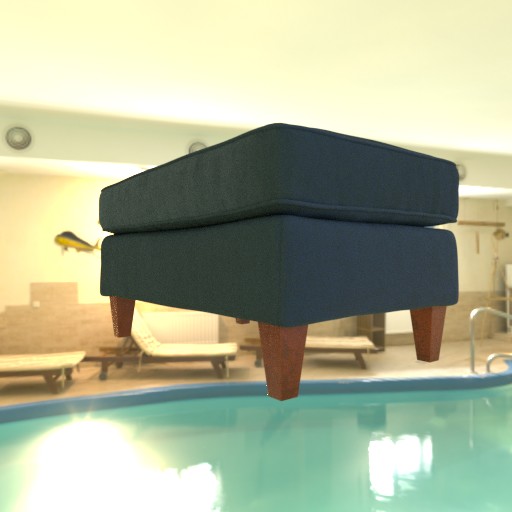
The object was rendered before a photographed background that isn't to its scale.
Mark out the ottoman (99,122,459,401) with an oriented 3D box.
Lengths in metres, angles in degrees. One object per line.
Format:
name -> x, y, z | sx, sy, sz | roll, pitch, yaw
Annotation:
ottoman -> 0.000, 0.000, 1.181 | 0.583, 0.484, 0.862 | 0, 0, -38
